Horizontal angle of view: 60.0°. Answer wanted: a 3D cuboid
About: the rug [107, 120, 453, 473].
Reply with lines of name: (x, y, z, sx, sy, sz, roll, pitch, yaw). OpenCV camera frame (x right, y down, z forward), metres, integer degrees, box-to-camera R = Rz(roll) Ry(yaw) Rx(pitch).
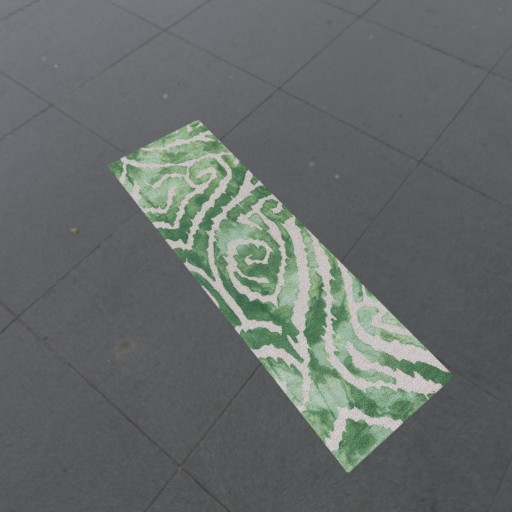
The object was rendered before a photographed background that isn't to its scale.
rug: (0.000, 0.000, 2.716, 0.761, 0.006, 2.438, -33, 64, -18)
